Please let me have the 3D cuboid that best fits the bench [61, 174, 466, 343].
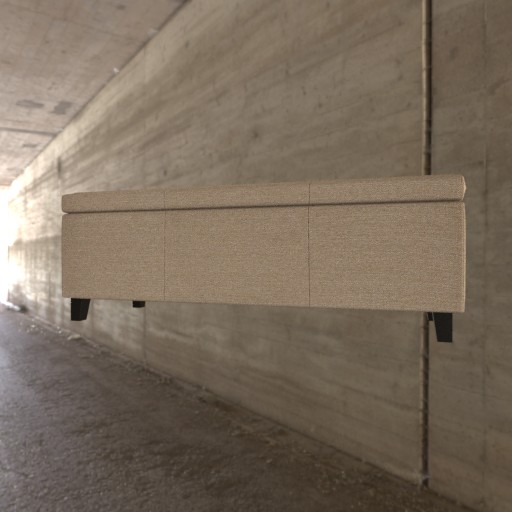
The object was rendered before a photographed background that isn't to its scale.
[{"bbox_3d":[0.000,0.000,1.509,1.269,0.438,0.446,0,1,18],"label":"bench"}]
